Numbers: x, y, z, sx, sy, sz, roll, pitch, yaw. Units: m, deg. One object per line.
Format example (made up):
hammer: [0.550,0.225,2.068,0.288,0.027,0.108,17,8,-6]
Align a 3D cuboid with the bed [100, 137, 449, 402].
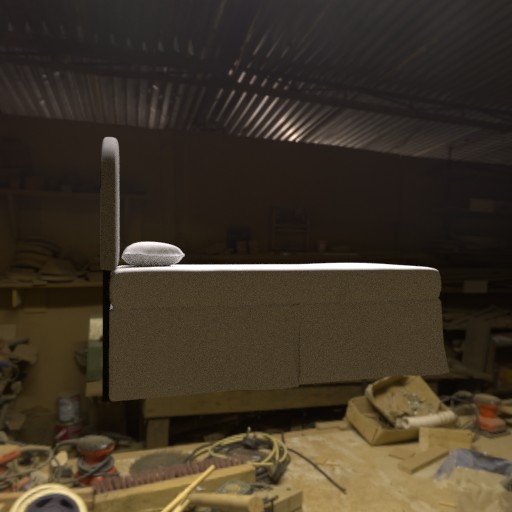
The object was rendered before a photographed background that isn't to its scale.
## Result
bed: [0.000,0.000,3.096,2.005,1.410,1.607,0,-1,-17]
